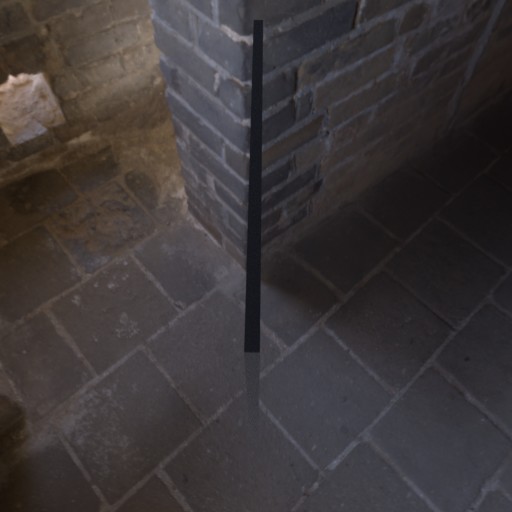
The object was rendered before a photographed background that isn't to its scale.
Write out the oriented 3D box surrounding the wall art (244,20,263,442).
[{"bbox_3d":[0.000,0.000,0.666,0.013,0.458,0.456,1,59,0],"label":"wall art"}]
